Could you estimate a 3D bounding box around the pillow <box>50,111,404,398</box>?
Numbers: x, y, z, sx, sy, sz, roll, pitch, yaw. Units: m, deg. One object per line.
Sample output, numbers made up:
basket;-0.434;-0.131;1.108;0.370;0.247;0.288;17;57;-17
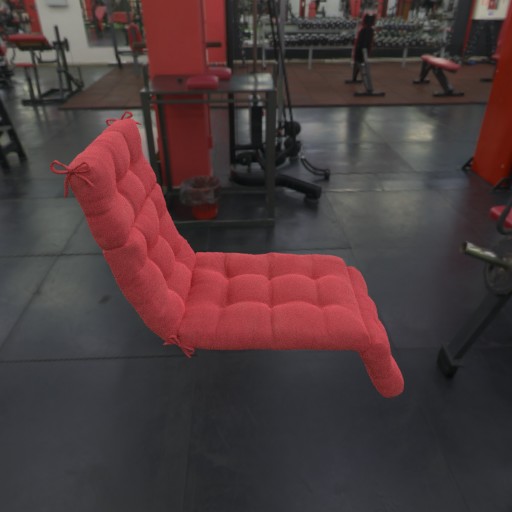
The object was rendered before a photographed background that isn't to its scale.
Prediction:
pillow;0.000;0.000;1.507;1.016;0.863;0.526;0;31;0
